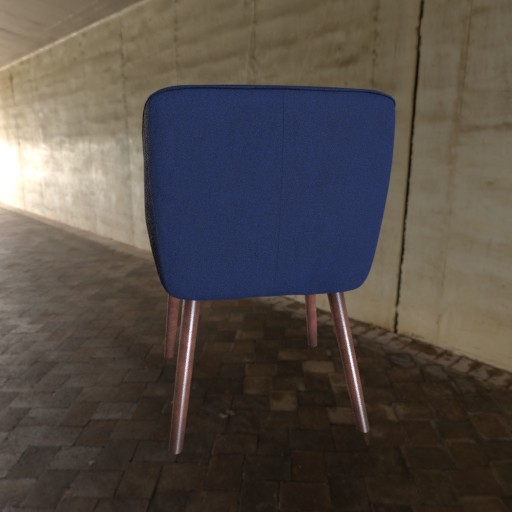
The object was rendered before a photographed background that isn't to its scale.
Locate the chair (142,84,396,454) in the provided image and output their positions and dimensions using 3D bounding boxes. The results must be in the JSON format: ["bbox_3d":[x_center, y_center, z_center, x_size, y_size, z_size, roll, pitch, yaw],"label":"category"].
[{"bbox_3d":[0.000,0.000,1.228,0.600,0.820,0.600,-2,14,-10],"label":"chair"}]
